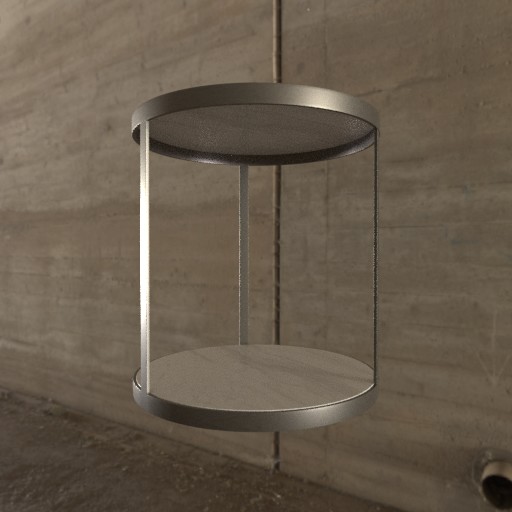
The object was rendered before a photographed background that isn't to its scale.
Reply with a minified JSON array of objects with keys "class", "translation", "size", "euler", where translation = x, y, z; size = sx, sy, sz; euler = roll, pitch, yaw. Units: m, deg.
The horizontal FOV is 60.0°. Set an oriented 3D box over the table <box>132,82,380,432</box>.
[{"class":"table","translation":[0.000,0.000,0.828],"size":[0.445,0.479,0.445],"euler":[0,1,0]}]
